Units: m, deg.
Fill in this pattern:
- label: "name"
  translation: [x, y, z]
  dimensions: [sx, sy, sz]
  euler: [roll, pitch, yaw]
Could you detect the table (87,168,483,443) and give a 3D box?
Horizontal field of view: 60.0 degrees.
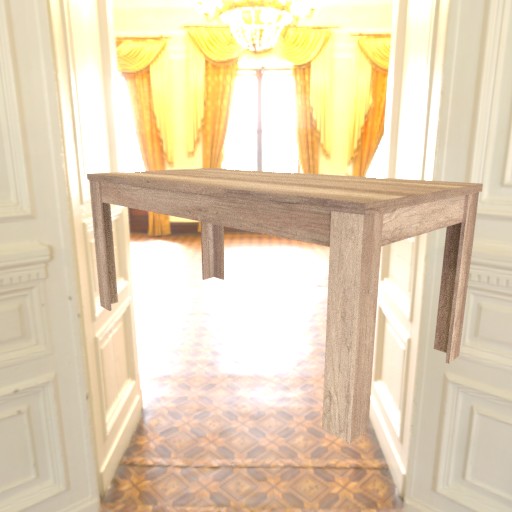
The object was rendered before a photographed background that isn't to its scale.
- label: "table"
  translation: [0.000, 0.000, 2.271]
  dimensions: [0.900, 0.790, 1.800]
  euler: [-14, 19, -43]
